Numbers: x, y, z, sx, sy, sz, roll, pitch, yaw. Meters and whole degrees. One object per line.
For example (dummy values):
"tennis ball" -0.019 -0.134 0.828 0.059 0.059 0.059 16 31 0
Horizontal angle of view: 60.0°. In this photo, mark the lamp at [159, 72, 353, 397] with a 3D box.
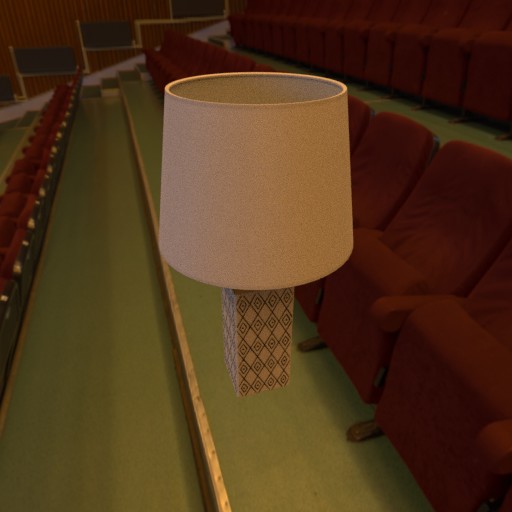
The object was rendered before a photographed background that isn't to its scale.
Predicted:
"lamp" 0.000 0.000 0.599 0.251 0.435 0.251 0 30 0
